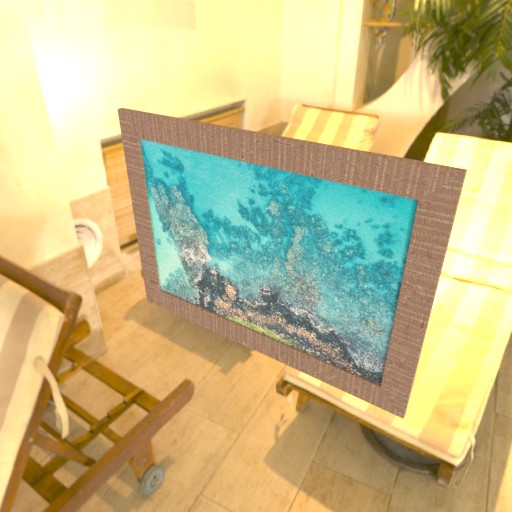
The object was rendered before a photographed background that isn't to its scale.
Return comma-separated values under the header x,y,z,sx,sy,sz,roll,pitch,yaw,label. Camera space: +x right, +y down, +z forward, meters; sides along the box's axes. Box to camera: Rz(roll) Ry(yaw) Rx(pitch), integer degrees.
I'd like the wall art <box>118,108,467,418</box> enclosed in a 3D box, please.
x,y,z,sx,sy,sz,roll,pitch,yaw,label
0.000,0.000,1.370,1.056,0.761,0.020,19,35,28,wall art
